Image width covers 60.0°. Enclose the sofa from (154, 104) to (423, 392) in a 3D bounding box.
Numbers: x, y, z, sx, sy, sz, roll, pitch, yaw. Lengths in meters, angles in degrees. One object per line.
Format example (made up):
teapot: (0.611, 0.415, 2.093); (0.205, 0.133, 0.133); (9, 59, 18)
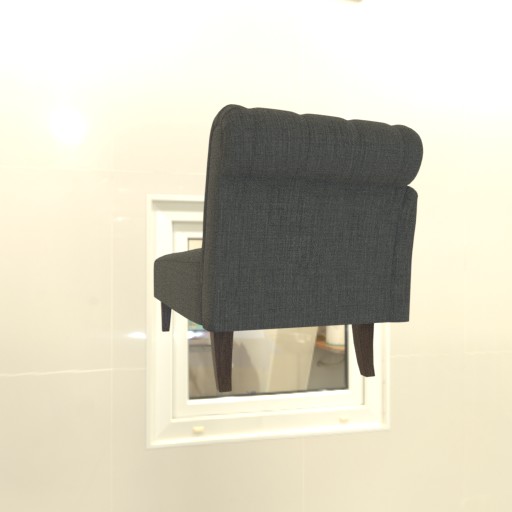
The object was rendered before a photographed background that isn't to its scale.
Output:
sofa: (0.000, 0.000, 1.823); (0.675, 0.787, 1.379); (0, 0, -20)
